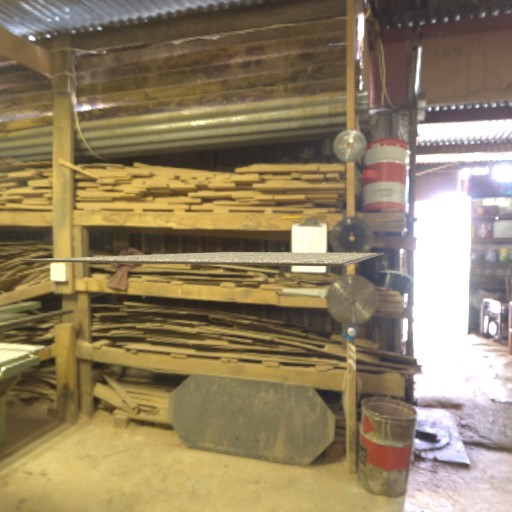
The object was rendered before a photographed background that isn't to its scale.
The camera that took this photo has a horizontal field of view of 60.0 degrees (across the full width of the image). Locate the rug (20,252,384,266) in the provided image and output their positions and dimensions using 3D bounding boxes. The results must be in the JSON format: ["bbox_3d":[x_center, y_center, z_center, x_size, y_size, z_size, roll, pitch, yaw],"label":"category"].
[{"bbox_3d":[0.000,0.000,2.977,1.524,0.011,2.438,0,1,19],"label":"rug"}]
